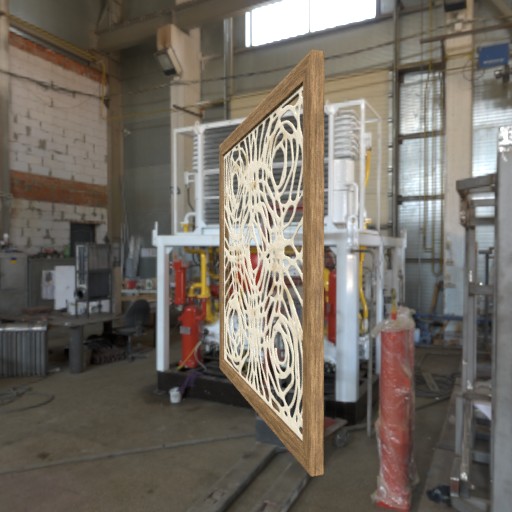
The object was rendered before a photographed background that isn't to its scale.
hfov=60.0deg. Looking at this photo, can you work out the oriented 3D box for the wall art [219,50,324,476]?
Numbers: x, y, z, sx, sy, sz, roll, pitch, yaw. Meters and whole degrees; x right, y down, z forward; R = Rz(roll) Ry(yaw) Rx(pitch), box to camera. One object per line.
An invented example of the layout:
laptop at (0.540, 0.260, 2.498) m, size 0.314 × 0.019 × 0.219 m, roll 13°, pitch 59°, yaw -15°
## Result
wall art at (0.000, 0.000, 0.852) m, size 0.021 × 0.576 × 0.561 m, roll 0°, pitch 1°, yaw -17°
